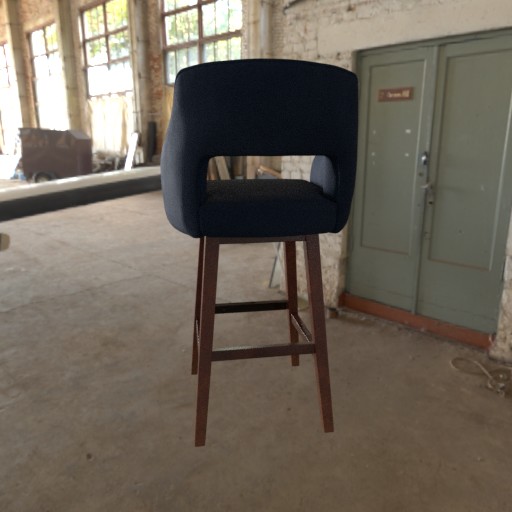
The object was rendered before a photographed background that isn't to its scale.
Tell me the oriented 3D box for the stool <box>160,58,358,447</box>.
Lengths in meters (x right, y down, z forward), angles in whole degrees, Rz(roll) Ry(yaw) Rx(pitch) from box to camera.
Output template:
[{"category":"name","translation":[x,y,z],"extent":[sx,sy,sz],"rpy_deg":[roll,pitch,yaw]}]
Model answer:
[{"category":"stool","translation":[0.000,0.000,1.367],"extent":[0.550,1.041,0.560],"rpy_deg":[-2,15,-9]}]
